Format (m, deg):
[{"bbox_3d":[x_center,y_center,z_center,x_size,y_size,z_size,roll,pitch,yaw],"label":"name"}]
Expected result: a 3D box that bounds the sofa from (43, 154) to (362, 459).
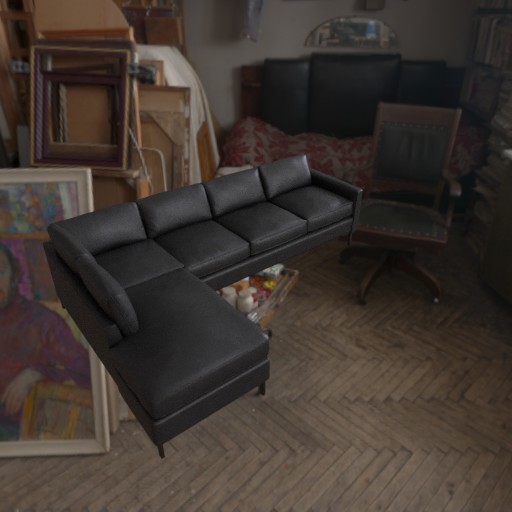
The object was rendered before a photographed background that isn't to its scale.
[{"bbox_3d":[0.000,0.000,3.840,2.984,0.877,1.938,-22,38,-32],"label":"sofa"}]
